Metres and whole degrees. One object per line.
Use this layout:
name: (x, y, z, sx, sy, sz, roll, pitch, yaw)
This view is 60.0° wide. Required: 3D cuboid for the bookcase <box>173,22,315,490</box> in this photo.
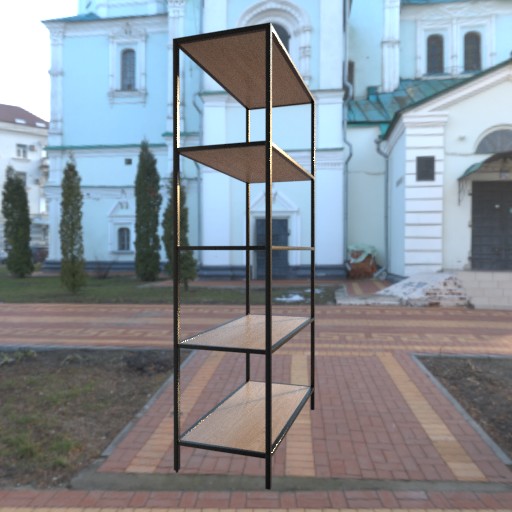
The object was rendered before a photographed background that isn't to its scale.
bookcase: (0.000, 0.000, 1.841, 0.350, 1.500, 0.770, 0, 1, 18)
